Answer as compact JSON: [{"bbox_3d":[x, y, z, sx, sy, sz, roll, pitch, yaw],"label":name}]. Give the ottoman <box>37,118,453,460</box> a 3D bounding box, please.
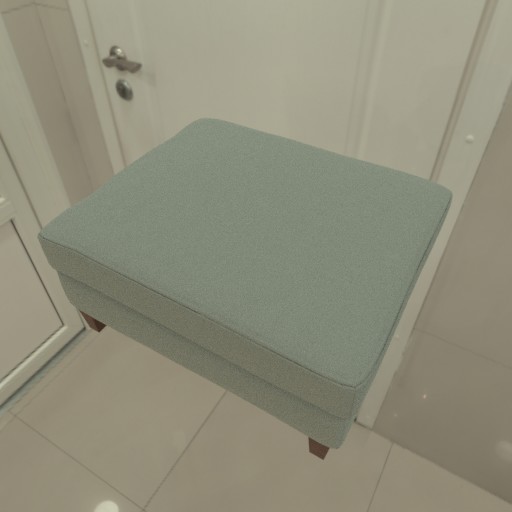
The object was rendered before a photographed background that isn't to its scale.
[{"bbox_3d":[0.000,0.000,1.458,0.991,0.494,0.842,22,48,21],"label":"ottoman"}]
